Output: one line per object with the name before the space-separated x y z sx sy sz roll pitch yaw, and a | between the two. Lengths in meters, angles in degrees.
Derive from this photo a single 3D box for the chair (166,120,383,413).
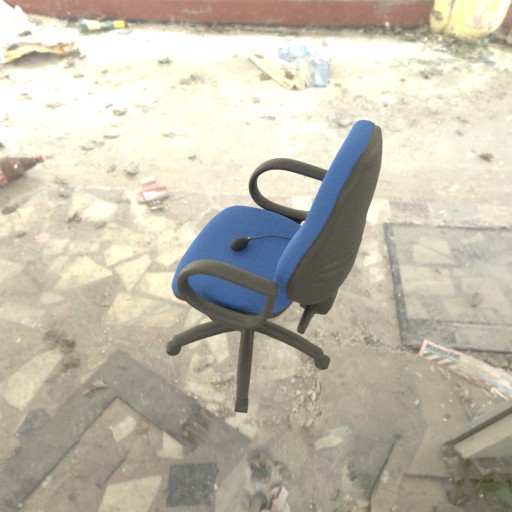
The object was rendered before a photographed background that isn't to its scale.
chair | 0.000 0.000 1.255 0.549 0.905 0.552 19 51 16
